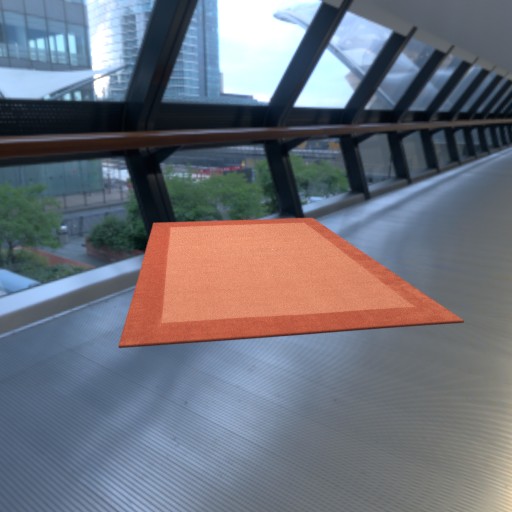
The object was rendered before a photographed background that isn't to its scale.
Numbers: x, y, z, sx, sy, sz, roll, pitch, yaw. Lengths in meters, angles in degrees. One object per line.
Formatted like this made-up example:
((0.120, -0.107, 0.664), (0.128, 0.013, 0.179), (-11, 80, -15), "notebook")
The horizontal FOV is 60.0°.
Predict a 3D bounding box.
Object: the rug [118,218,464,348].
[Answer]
((0.000, 0.000, 3.056), (1.524, 0.014, 2.438), (-3, 16, -9), "rug")
